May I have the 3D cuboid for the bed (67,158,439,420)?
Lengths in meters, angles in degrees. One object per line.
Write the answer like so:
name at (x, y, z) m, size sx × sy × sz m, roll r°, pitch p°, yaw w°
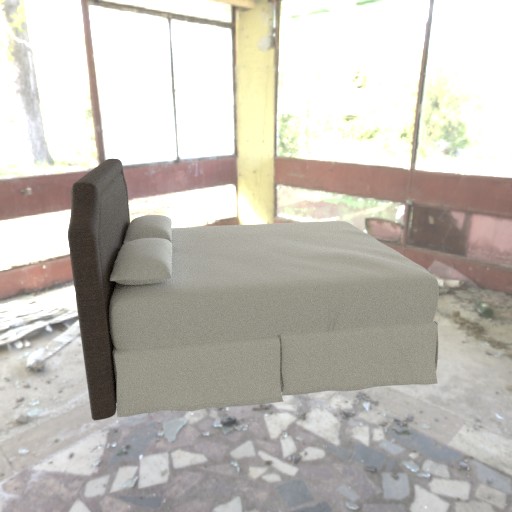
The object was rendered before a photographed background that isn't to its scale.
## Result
bed at (0.000, 0.000, 3.169) m, size 2.116 × 1.290 × 1.693 m, roll -3°, pitch 18°, yaw -10°
